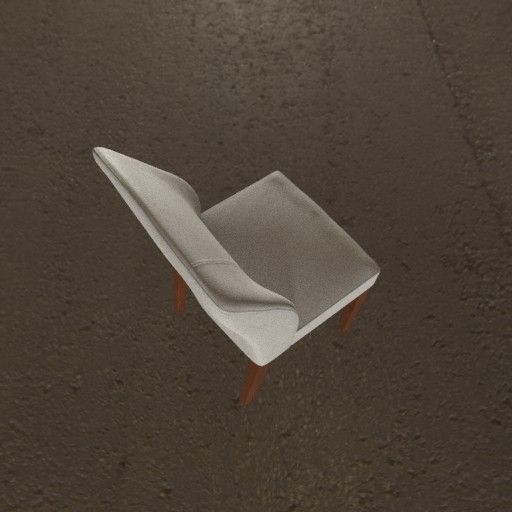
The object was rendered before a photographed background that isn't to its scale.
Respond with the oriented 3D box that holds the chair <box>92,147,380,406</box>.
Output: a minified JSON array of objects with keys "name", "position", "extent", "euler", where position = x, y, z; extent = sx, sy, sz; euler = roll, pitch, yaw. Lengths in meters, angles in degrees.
[{"name":"chair","position":[0.000,0.000,1.215],"extent":[0.540,0.893,0.472],"euler":[-32,63,-19]}]
